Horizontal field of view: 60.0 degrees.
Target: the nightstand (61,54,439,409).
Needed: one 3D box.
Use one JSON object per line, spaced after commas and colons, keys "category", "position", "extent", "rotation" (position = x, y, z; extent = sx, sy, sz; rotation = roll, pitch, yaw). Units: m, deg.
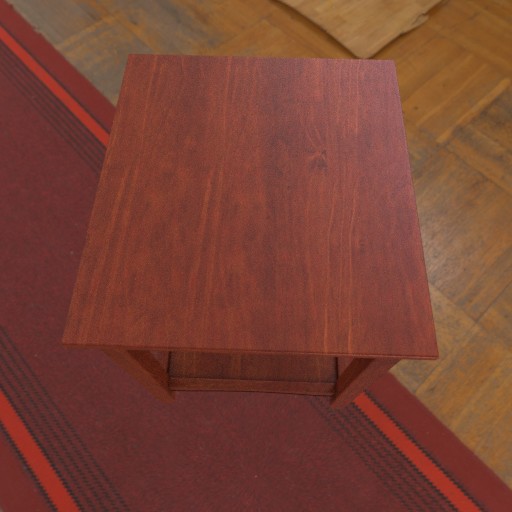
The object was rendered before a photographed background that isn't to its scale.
{"category": "nightstand", "position": [0.000, 0.000, 0.956], "extent": [0.501, 0.558, 0.558], "rotation": [2, 64, 1]}
